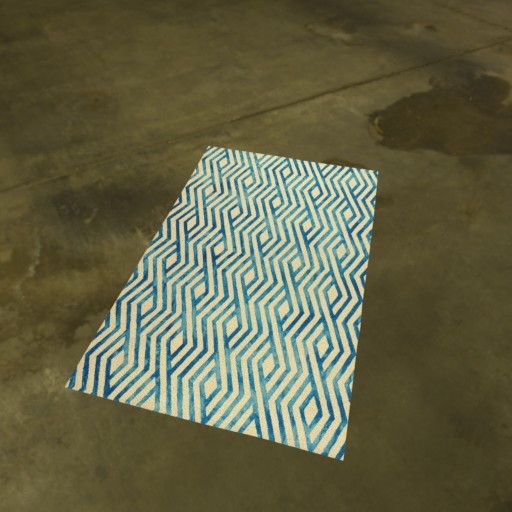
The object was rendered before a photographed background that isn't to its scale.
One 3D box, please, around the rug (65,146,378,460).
[{"bbox_3d":[0.000,0.000,3.104,1.531,0.008,2.439,11,48,10],"label":"rug"}]
